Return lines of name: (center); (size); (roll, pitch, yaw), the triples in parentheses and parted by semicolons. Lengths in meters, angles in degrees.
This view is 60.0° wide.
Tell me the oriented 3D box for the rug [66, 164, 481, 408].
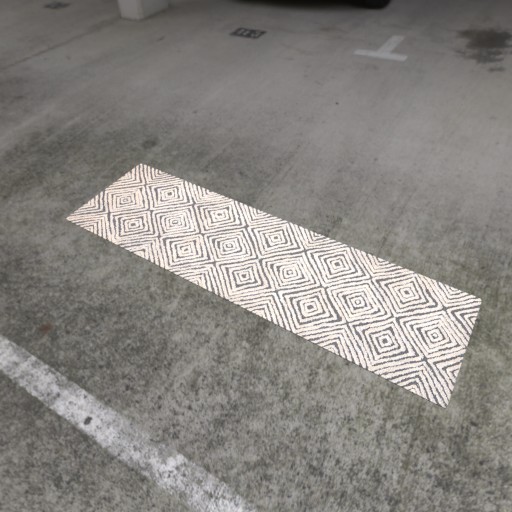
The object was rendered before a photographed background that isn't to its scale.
rug: (0.000, 0.000, 2.460); (2.277, 0.008, 0.676); (24, 51, 21)
